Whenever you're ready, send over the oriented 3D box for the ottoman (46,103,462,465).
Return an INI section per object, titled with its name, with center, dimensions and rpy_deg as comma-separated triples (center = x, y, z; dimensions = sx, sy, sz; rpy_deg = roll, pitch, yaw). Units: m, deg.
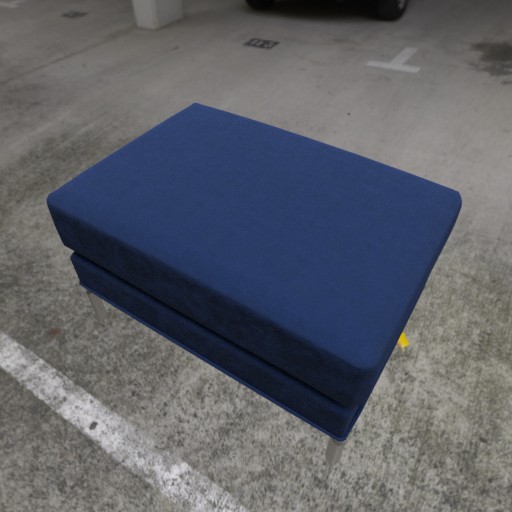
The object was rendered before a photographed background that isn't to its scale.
[ottoman]
center = 0.000, 0.000, 1.190
dimensions = 0.835, 0.498, 0.587
rpy_deg = 25, 51, 23
